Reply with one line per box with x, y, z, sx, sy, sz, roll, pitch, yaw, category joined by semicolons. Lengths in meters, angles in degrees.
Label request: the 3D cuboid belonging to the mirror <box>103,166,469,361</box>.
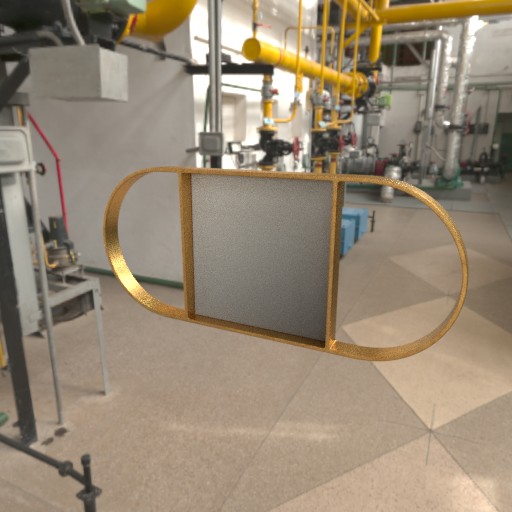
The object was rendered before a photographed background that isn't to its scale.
0.000;0.000;0.673;0.584;0.254;0.032;8;18;25;mirror
